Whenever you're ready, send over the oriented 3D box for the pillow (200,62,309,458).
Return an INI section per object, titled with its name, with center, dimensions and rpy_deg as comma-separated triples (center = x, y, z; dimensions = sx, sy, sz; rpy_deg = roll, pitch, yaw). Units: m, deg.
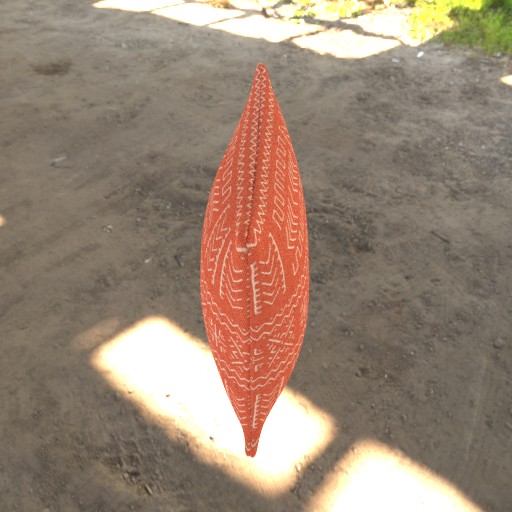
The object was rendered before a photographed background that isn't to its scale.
[pillow]
center = 0.000, 0.000, 0.677
dimensions = 0.164, 0.429, 0.438
rpy_deg = 2, 42, 2
